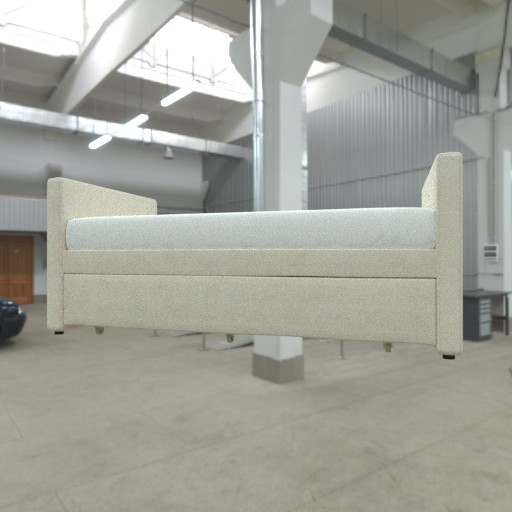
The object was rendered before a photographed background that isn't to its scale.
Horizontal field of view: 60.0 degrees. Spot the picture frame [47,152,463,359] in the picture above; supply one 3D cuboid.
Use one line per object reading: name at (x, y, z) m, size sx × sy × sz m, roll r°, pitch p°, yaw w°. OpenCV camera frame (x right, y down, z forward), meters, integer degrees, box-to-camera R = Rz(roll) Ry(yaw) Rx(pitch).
picture frame at (0.000, 0.000, 2.694) m, size 2.161 × 0.891 × 1.069 m, roll 0°, pitch 0°, yaw 17°
